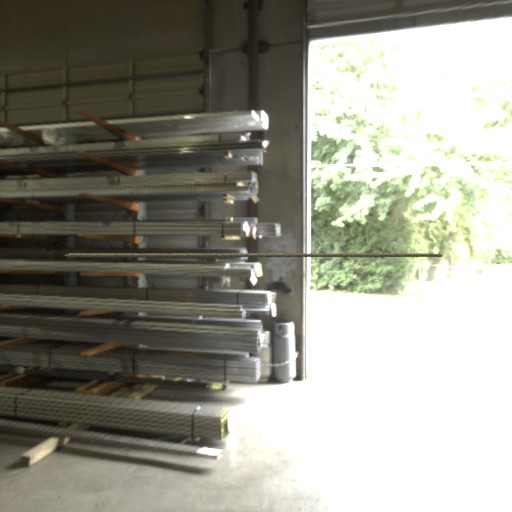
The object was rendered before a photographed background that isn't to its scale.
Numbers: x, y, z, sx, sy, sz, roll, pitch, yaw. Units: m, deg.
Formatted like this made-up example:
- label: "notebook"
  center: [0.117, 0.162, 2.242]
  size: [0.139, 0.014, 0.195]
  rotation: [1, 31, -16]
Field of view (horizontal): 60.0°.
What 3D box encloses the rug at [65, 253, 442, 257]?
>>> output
- label: "rug"
  center: [0.000, 0.000, 2.344]
  size: [1.219, 0.012, 1.839]
  rotation: [0, 0, 1]
